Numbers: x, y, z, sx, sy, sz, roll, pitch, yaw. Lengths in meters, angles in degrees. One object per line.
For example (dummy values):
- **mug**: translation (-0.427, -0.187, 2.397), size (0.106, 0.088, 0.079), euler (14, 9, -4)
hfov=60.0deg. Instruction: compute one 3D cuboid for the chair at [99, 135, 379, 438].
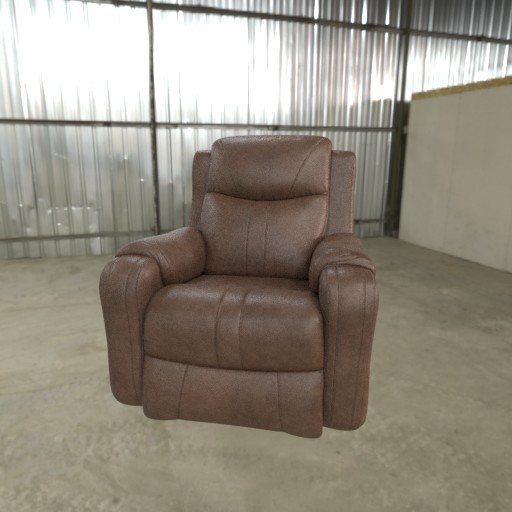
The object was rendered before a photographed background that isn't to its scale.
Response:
- **chair**: translation (0.000, 0.000, 1.854), size (0.940, 0.990, 1.067), euler (3, 14, 11)
